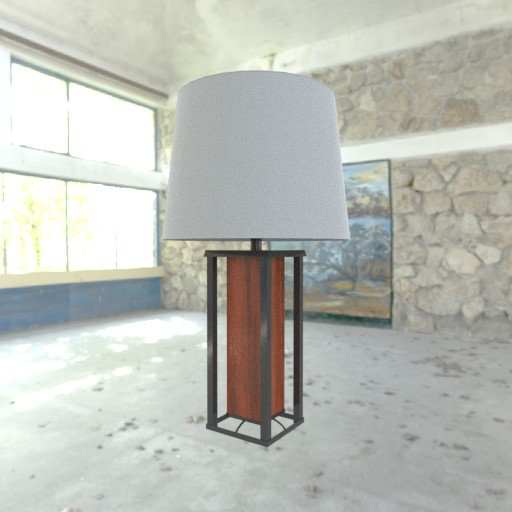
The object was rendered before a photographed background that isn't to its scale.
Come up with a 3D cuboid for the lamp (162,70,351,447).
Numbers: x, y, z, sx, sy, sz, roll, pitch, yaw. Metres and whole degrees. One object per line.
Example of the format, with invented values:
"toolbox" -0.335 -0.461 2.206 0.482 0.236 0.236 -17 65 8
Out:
"lamp" 0.000 0.000 0.767 0.320 0.591 0.320 0 1 0
